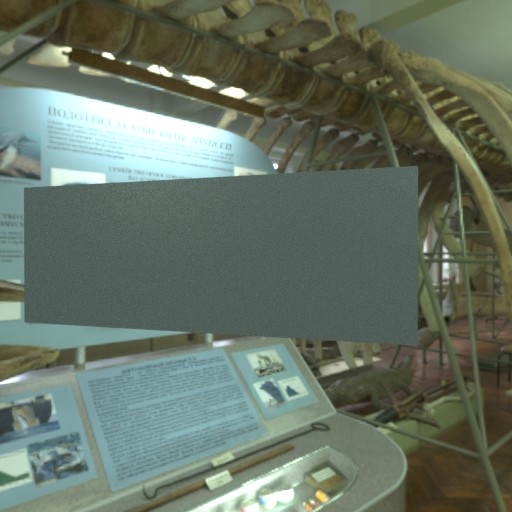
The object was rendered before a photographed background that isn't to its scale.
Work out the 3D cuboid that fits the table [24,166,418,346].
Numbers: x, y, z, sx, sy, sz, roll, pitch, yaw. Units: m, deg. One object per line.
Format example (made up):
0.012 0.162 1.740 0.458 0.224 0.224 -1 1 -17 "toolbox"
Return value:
0.000 0.000 1.221 0.801 0.299 0.801 0 0 17 "table"
